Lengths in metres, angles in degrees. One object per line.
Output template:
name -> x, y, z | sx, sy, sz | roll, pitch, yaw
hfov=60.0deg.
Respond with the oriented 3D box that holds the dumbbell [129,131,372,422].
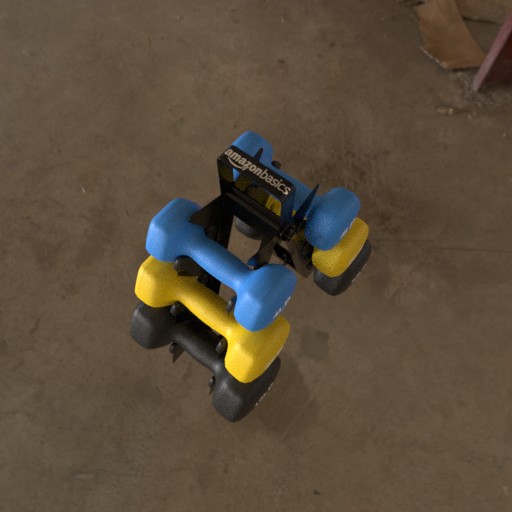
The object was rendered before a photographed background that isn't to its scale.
dumbbell -> 0.000, 0.000, 0.677 | 0.255, 0.426, 0.409 | 36, 69, 16
